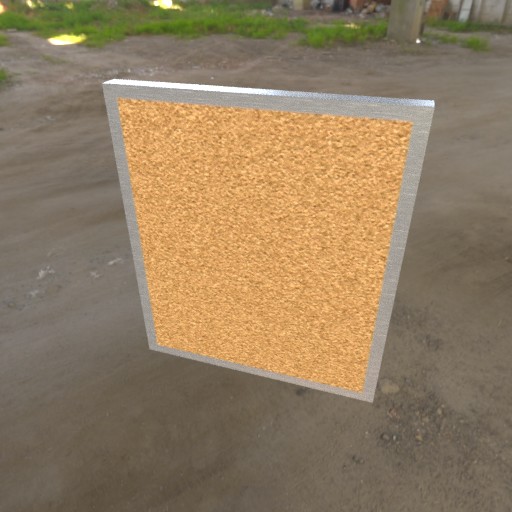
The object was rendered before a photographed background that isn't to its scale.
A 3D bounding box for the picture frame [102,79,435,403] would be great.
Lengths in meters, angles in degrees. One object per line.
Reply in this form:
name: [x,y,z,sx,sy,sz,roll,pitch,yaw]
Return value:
picture frame: [0.000,0.000,0.530,0.327,0.378,0.027,10,33,15]
